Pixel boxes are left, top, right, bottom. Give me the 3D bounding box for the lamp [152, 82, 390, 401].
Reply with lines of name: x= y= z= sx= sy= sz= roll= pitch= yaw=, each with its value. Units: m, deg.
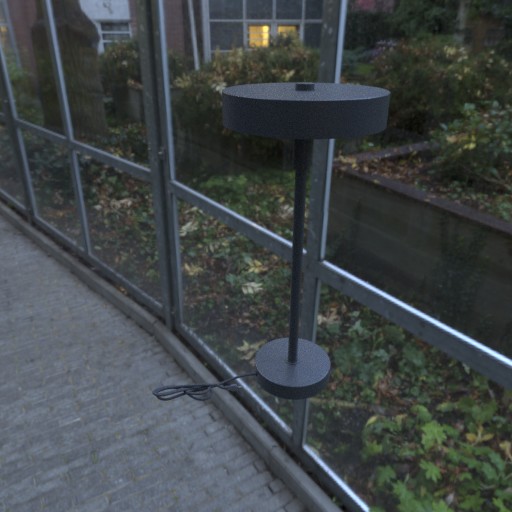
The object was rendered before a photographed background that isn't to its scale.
lamp: x=0.000 y=0.000 z=0.701 sx=0.369 sy=0.508 sz=0.229 roll=-8 pitch=27 yaw=-15
